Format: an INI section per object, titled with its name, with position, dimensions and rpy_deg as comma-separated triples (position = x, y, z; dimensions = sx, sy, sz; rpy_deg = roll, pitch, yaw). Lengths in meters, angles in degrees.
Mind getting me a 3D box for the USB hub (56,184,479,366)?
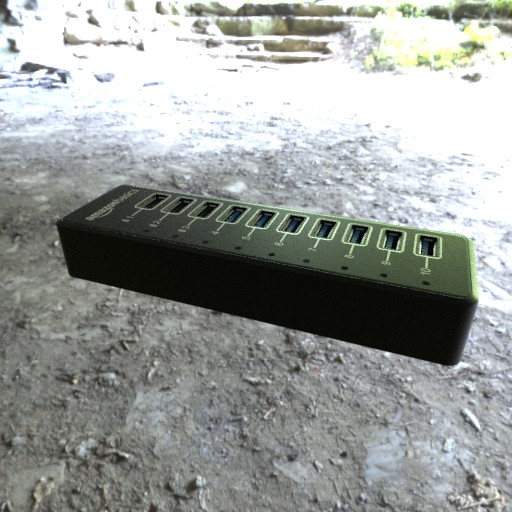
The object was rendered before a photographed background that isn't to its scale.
[USB hub]
position = 0.000, 0.000, 0.164
dimensions = 0.145, 0.023, 0.044
rpy_deg = 11, 32, 18
